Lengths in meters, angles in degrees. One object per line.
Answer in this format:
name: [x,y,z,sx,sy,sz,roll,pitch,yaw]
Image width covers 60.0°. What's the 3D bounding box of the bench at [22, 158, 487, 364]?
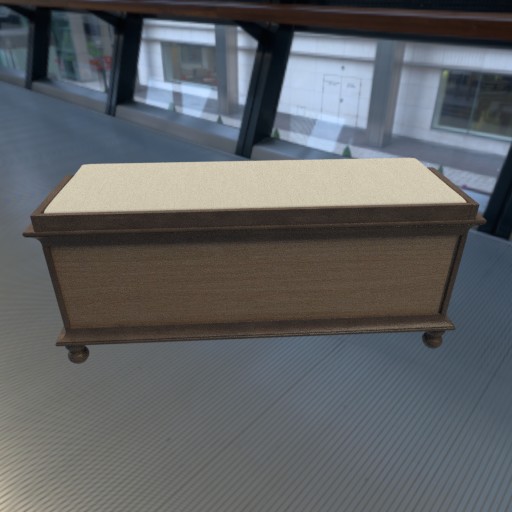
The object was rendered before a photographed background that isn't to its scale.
bench: [0.000,0.000,1.402,1.185,0.501,0.402,-2,30,-3]
